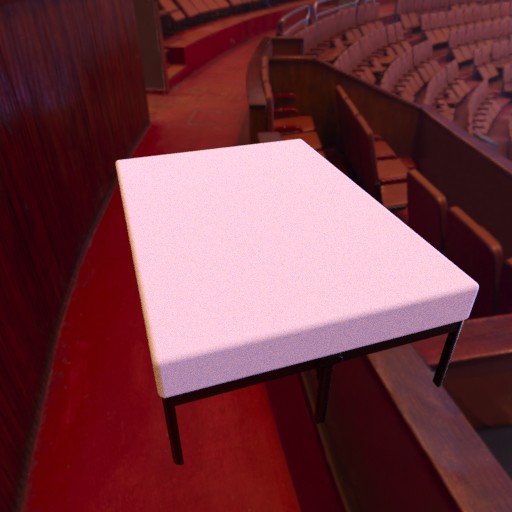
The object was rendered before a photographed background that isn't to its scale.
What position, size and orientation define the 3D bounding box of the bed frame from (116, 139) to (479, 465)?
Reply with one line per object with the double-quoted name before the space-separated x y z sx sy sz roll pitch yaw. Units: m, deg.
"bed frame" 0.000 0.000 2.668 1.408 0.659 1.956 -11 36 -15
